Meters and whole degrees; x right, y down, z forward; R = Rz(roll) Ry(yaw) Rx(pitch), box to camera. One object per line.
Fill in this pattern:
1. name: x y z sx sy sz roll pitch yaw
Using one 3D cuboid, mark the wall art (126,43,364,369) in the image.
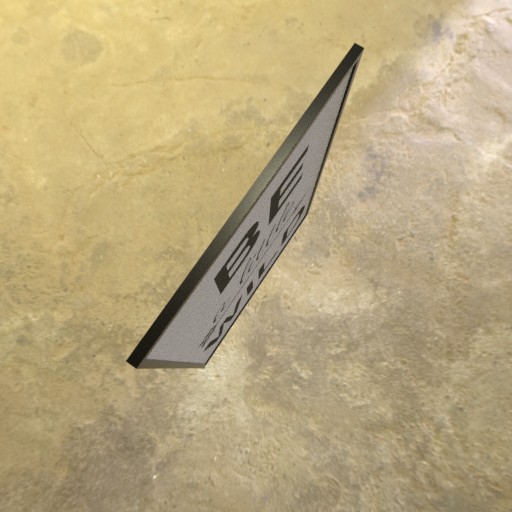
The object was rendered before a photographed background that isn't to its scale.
1. wall art: 0.000 0.000 0.762 0.013 0.582 0.442 33 78 8
